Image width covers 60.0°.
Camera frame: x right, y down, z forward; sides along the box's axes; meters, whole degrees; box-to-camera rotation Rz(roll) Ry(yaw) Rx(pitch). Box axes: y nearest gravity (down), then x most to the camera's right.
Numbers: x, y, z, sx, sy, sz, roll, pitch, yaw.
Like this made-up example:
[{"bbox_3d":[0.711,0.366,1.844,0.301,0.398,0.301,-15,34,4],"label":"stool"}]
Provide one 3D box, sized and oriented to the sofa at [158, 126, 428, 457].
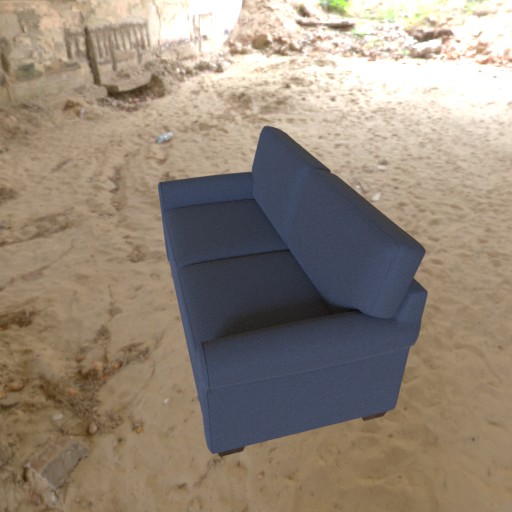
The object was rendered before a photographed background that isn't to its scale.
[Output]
[{"bbox_3d":[0.000,0.000,2.575,0.940,1.020,1.930,-8,32,-13],"label":"sofa"}]
